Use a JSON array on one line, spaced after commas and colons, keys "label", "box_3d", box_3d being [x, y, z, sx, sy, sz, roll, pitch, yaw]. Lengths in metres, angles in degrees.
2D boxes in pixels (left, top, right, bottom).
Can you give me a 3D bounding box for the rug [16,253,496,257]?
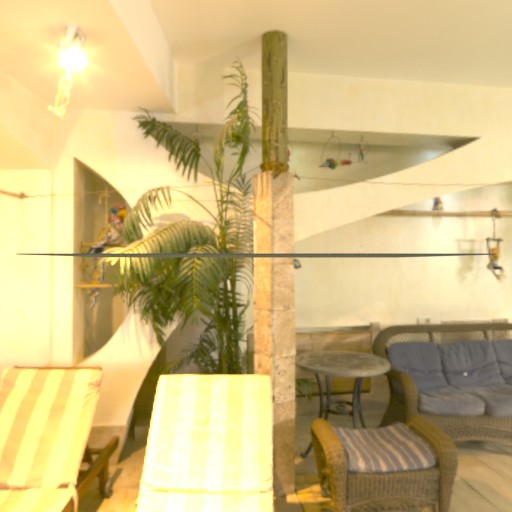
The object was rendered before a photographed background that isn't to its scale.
[{"label": "rug", "box_3d": [0.000, 0.000, 3.007, 2.440, 0.007, 1.525, 0, -1, -1]}]
